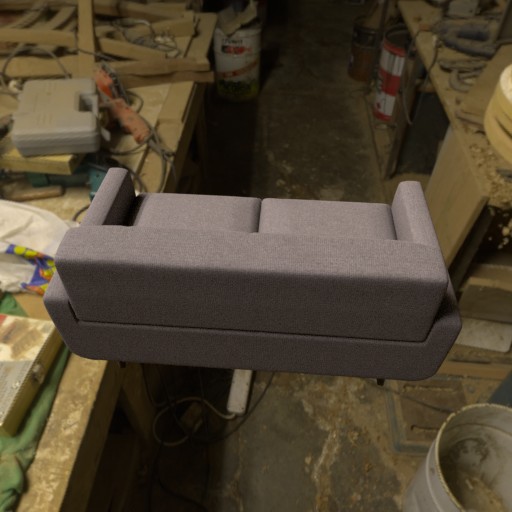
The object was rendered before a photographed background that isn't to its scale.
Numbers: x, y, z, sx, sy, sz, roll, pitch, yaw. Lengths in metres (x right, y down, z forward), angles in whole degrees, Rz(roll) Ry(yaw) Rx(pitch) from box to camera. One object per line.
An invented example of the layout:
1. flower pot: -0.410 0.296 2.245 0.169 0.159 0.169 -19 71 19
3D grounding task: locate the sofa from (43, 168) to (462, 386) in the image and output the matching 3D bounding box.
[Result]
1. sofa: 0.000 0.000 2.106 1.631 0.841 0.909 3 46 3
